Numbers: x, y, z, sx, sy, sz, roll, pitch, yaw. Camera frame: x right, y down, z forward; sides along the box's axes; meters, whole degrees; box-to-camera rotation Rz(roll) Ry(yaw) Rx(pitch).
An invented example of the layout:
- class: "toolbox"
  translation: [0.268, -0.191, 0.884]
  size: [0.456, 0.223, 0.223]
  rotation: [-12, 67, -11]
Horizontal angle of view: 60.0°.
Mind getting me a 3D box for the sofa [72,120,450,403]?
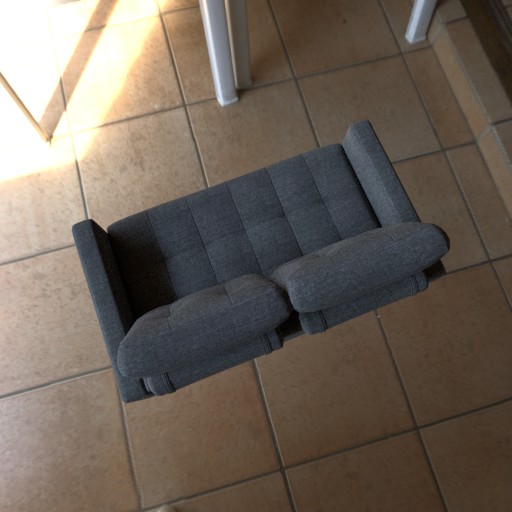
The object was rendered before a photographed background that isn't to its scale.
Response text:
- class: "sofa"
  translation: [0.000, 0.000, 1.968]
  size: [1.407, 0.907, 0.842]
  rotation: [-21, 76, -5]
